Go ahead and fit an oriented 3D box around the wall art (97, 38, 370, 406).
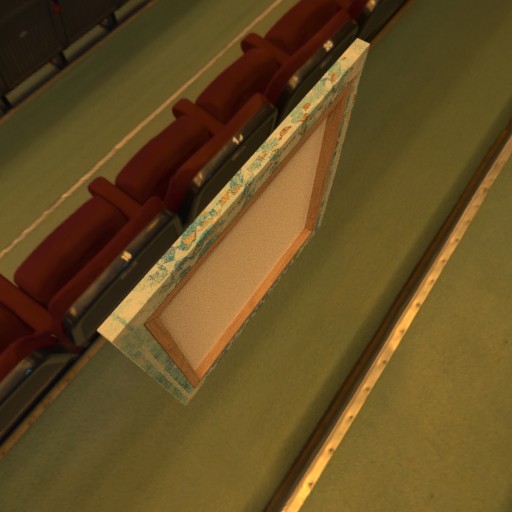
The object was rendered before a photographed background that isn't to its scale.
[{"bbox_3d":[0.000,0.000,1.351,0.040,0.916,0.916,33,69,14],"label":"wall art"}]
